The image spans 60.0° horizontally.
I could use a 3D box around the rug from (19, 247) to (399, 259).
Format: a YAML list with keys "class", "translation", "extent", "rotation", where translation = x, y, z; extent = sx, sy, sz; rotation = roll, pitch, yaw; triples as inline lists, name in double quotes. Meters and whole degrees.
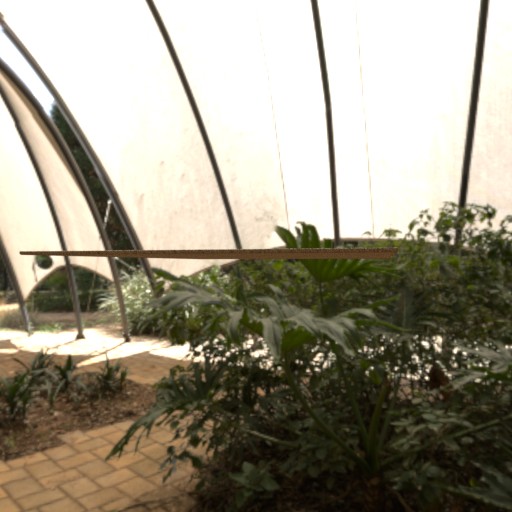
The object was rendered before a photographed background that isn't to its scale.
- class: "rug"
  translation: [0.000, 0.000, 4.047]
  extent: [2.400, 0.025, 3.000]
  rotation: [0, -1, 16]
